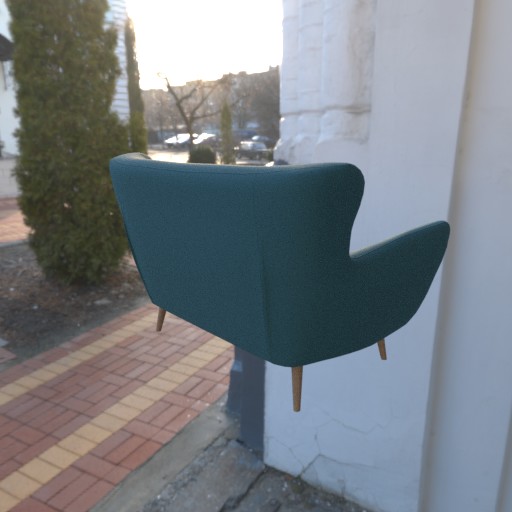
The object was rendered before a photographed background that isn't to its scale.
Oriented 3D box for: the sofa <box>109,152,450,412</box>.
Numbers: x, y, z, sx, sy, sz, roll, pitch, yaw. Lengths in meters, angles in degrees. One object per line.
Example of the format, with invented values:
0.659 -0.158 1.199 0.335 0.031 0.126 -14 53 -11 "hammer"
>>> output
0.000 0.000 1.996 0.889 0.889 1.397 -14 20 -42 "sofa"
